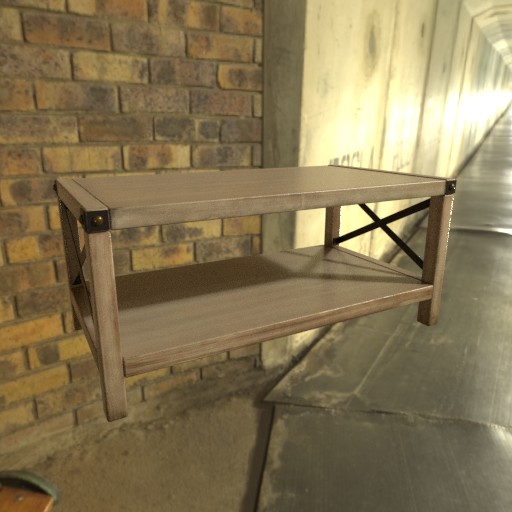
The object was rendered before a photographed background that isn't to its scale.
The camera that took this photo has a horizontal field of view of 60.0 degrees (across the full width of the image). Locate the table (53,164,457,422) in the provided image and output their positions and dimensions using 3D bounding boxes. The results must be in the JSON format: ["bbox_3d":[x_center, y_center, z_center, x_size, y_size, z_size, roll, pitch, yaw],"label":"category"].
[{"bbox_3d":[0.000,0.000,1.317,1.016,0.456,0.559,-9,19,-27],"label":"table"}]
